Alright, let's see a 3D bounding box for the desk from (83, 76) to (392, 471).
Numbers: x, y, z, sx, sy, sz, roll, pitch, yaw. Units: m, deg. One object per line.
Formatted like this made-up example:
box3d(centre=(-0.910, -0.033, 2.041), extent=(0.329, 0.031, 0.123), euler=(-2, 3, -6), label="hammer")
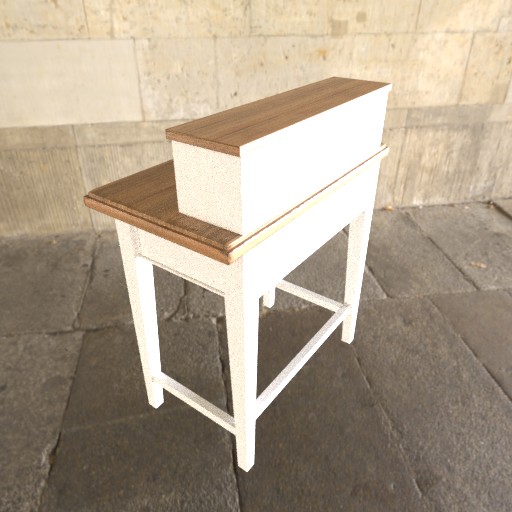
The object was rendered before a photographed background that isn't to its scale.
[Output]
box3d(centre=(0.000, 0.000, 1.408), extent=(0.462, 0.981, 0.814), euler=(21, 38, 30), label="desk")
